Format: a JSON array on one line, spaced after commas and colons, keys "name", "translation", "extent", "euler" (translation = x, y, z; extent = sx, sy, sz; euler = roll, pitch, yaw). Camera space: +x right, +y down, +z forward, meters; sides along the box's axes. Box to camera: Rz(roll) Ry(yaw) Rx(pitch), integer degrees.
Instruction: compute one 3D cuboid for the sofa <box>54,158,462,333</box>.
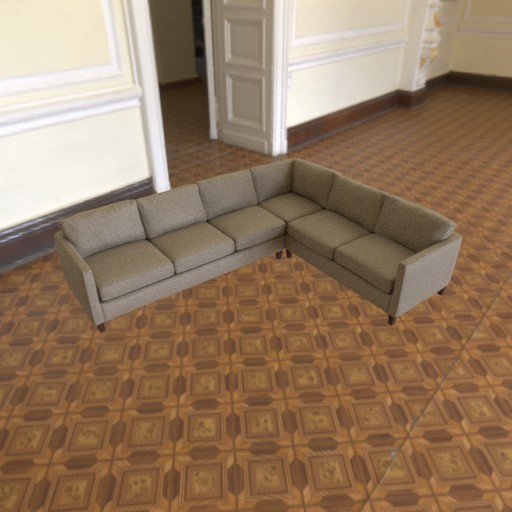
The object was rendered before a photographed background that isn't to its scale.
[{"name": "sofa", "translation": [0.000, 0.000, 4.574], "extent": [3.302, 0.947, 2.593], "euler": [-21, 38, -31]}]
